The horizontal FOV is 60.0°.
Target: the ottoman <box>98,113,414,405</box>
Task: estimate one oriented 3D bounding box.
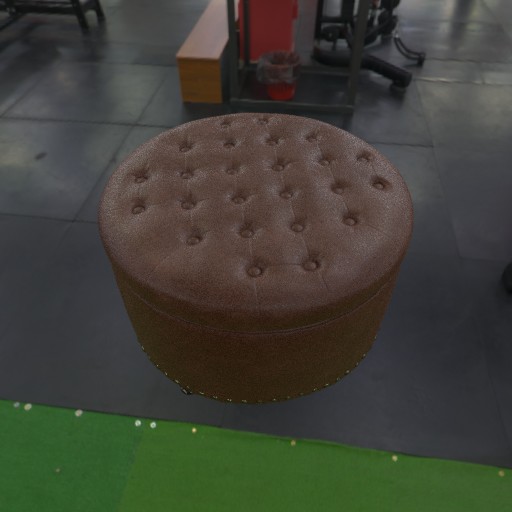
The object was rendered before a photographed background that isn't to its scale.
[{"bbox_3d":[0.000,0.000,1.050,0.637,0.442,0.637,0,46,0],"label":"ottoman"}]
